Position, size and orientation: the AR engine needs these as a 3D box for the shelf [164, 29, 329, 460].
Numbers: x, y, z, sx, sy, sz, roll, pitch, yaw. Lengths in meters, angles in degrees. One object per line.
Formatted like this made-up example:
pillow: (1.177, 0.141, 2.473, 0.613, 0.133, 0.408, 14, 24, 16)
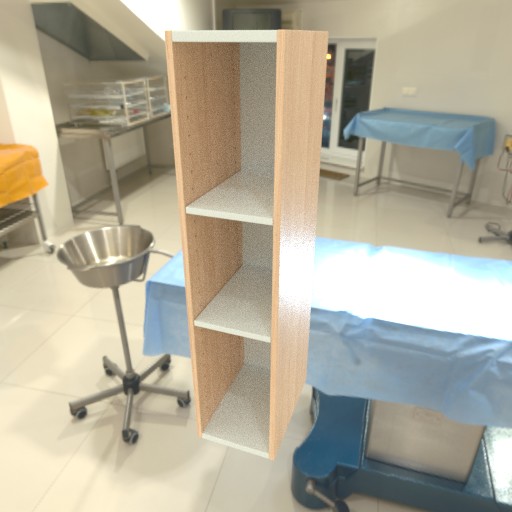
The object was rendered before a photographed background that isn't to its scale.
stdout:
shelf: (0.000, 0.000, 0.974, 0.197, 0.882, 0.290, 9, 28, 18)
